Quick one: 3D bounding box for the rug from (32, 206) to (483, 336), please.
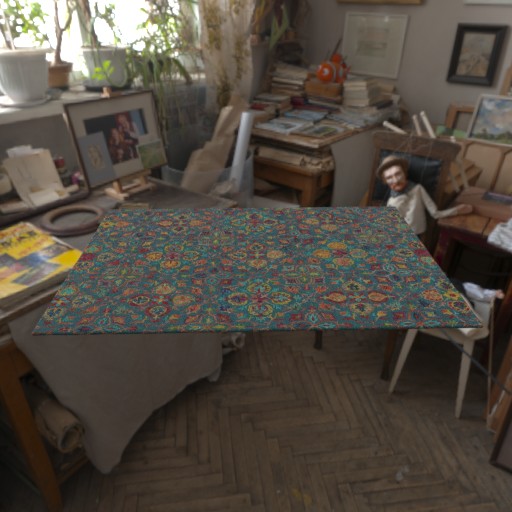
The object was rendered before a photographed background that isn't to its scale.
[{"bbox_3d":[0.000,0.000,2.319,1.836,0.014,1.216,-1,30,-1],"label":"rug"}]
